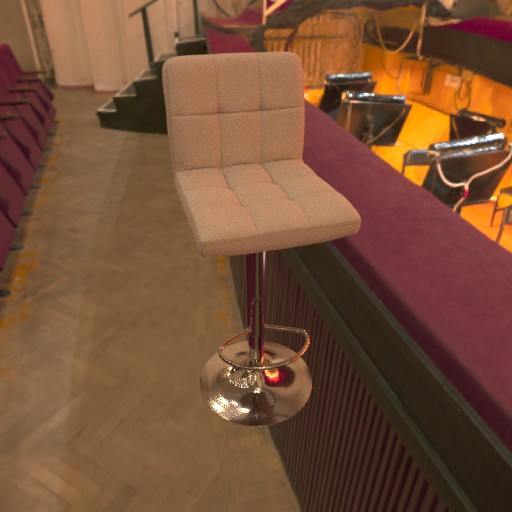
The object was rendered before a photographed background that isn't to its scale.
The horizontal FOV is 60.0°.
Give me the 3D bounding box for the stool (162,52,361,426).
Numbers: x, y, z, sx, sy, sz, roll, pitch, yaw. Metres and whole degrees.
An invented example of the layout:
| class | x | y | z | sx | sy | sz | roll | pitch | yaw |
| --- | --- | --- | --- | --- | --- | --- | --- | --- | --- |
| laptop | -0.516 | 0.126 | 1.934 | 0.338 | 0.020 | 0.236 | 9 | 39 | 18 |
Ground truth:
| class | x | y | z | sx | sy | sz | roll | pitch | yaw |
| --- | --- | --- | --- | --- | --- | --- | --- | --- | --- |
| stool | 0.000 | 0.000 | 1.394 | 0.430 | 1.115 | 0.505 | -9 | 33 | -14 |
